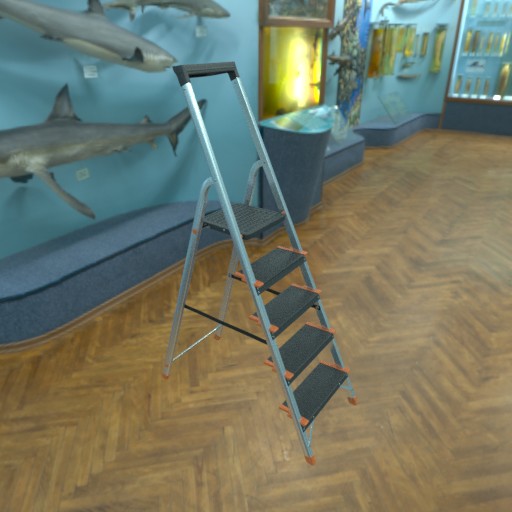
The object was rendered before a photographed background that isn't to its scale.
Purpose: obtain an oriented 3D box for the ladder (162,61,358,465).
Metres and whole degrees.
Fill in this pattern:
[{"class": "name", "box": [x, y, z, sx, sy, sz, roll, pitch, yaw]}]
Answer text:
[{"class": "ladder", "box": [0.000, 0.000, 2.077, 0.995, 1.646, 0.480, 18, 32, 32]}]
